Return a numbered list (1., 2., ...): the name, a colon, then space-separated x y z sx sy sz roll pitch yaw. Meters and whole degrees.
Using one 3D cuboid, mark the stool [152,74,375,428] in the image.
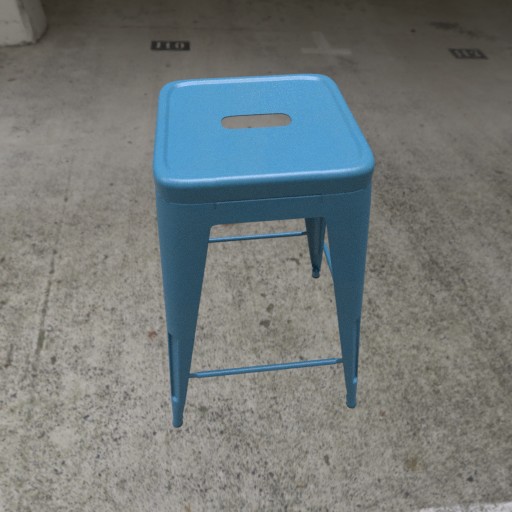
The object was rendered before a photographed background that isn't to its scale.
1. stool: 0.000 0.000 0.898 0.410 0.608 0.410 -5 46 -4
